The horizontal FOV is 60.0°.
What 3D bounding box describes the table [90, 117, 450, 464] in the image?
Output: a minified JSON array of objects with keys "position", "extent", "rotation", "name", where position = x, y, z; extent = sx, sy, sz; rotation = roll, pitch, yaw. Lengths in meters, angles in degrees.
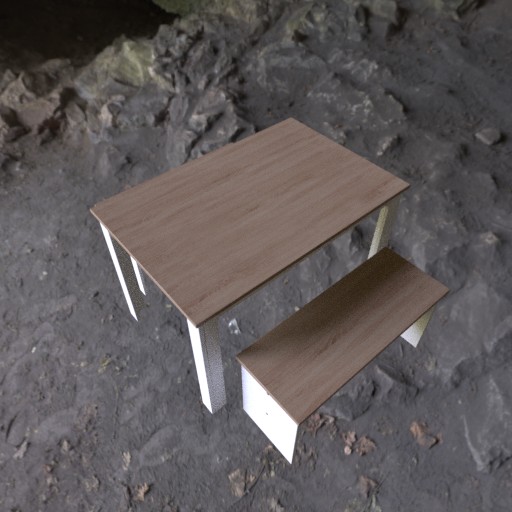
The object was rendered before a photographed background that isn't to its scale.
[{"position":[0.000,0.000,2.062],"extent":[1.100,0.700,1.443],"rotation":[-32,54,-26],"name":"table"}]
